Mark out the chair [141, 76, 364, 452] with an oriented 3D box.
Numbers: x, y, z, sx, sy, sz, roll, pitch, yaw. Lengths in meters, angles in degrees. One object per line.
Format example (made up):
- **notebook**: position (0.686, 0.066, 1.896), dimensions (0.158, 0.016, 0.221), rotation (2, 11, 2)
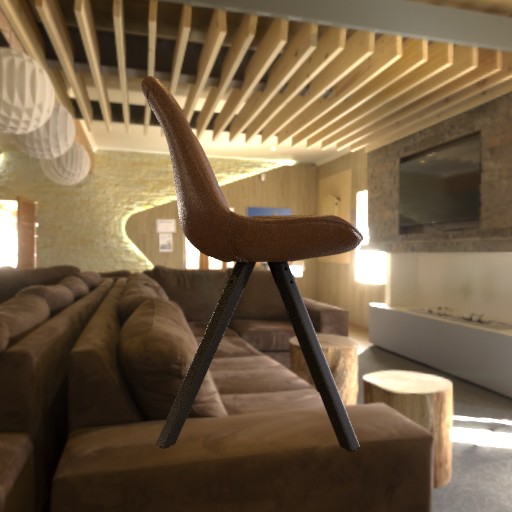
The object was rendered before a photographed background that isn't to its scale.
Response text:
- **chair**: position (0.000, 0.000, 1.173), dimensions (0.550, 0.850, 0.475), rotation (0, 0, 1)
